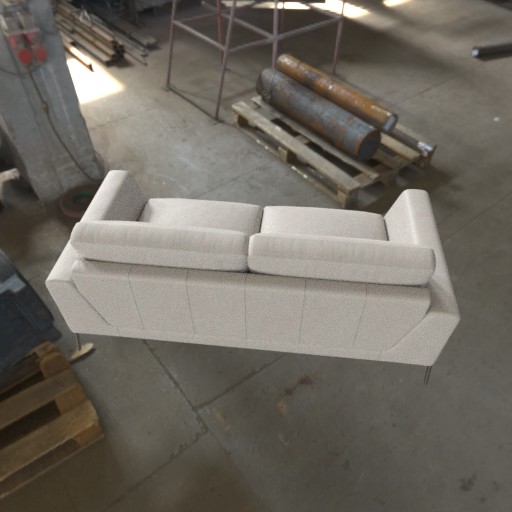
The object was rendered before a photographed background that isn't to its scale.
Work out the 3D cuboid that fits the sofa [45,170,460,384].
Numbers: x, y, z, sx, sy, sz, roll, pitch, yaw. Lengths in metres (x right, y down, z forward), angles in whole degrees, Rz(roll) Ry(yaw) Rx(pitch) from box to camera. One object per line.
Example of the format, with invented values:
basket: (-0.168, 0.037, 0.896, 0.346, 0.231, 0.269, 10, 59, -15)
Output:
sofa: (0.000, 0.000, 2.546, 2.017, 0.875, 0.953, 4, 46, 4)
